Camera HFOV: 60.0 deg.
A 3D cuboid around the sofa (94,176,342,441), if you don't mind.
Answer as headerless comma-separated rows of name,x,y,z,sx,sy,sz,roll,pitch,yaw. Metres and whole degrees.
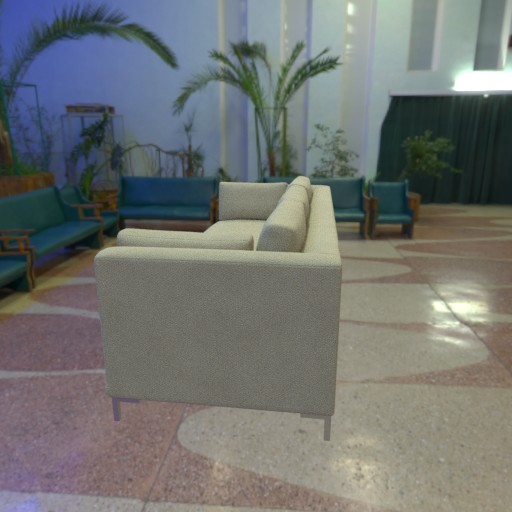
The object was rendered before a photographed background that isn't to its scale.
sofa,0.000,0.000,2.881,0.969,0.867,2.415,2,16,8
